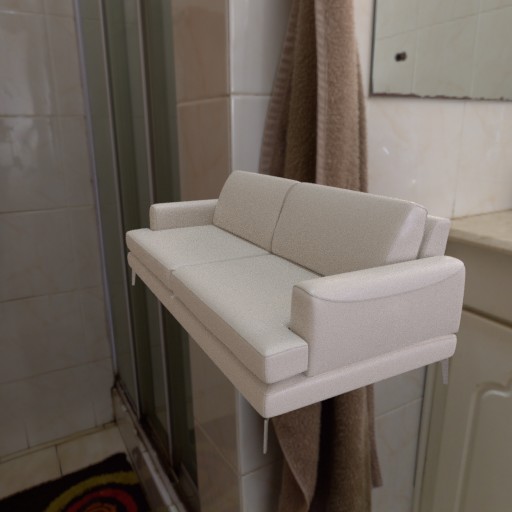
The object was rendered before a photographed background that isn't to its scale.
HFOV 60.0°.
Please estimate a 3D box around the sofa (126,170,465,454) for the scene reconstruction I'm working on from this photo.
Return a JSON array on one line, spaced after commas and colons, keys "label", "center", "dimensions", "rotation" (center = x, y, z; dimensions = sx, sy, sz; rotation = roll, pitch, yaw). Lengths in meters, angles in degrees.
[{"label": "sofa", "center": [0.000, 0.000, 2.371], "dimensions": [0.974, 0.765, 1.940], "rotation": [-8, 18, -27]}]
